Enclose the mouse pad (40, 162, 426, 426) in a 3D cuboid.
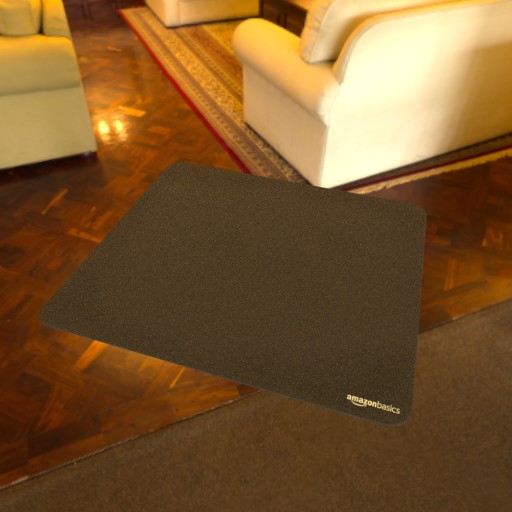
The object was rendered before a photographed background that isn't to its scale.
[{"bbox_3d":[0.000,0.000,0.627,0.451,0.002,0.393,13,45,13],"label":"mouse pad"}]
